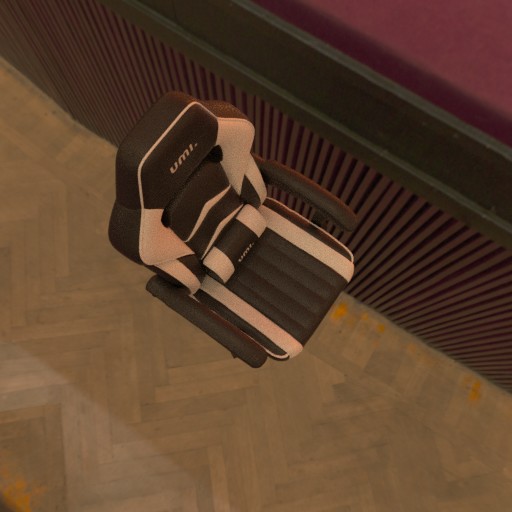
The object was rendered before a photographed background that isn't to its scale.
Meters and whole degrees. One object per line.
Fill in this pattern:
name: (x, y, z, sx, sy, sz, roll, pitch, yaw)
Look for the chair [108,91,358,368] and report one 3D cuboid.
chair: (0.000, 0.000, 1.594, 0.700, 1.200, 0.676, 34, 78, 8)
